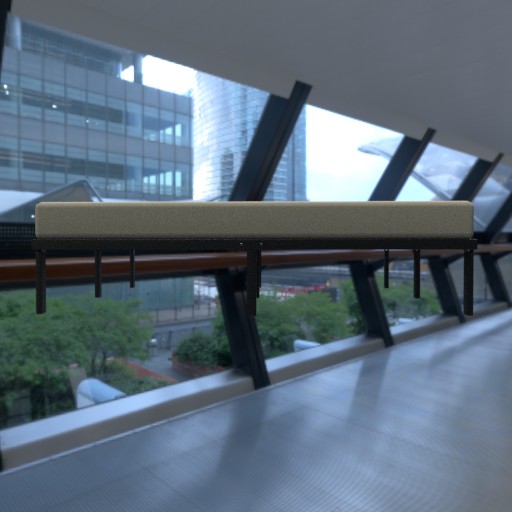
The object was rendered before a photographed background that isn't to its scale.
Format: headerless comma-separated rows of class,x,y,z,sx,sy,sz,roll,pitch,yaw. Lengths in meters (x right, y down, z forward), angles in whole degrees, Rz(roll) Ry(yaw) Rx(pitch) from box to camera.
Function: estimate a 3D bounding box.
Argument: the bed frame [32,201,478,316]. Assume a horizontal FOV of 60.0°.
bed frame,0.000,0.000,3.596,2.635,0.680,1.990,0,1,2
